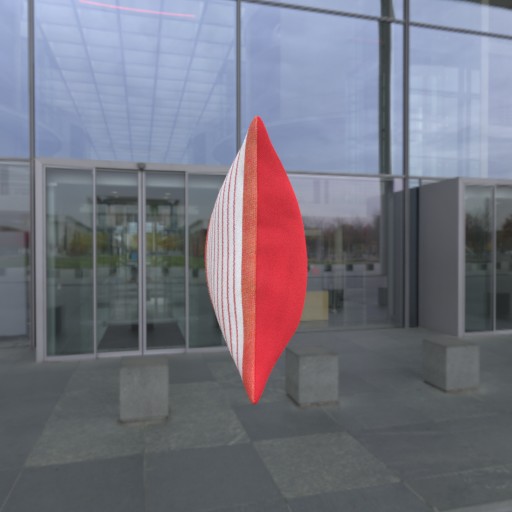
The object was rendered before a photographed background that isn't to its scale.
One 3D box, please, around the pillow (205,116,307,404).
[{"bbox_3d":[0.000,0.000,0.747,0.151,0.297,0.608,0,1,0],"label":"pillow"}]
